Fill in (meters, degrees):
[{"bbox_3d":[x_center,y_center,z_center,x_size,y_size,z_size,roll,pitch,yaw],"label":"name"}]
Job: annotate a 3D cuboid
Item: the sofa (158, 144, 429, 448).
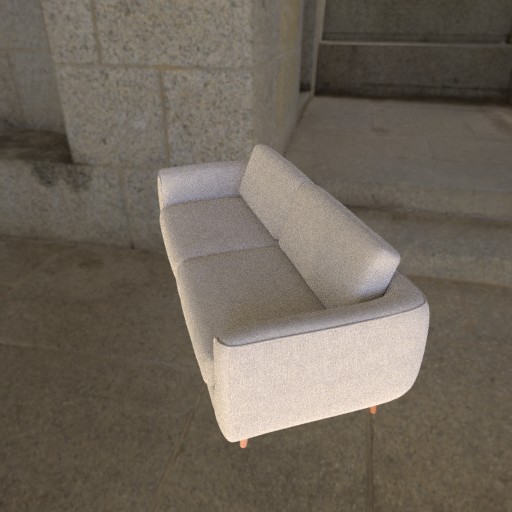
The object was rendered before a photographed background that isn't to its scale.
[{"bbox_3d":[0.000,0.000,2.465,0.920,0.850,2.000,-8,30,-15],"label":"sofa"}]
